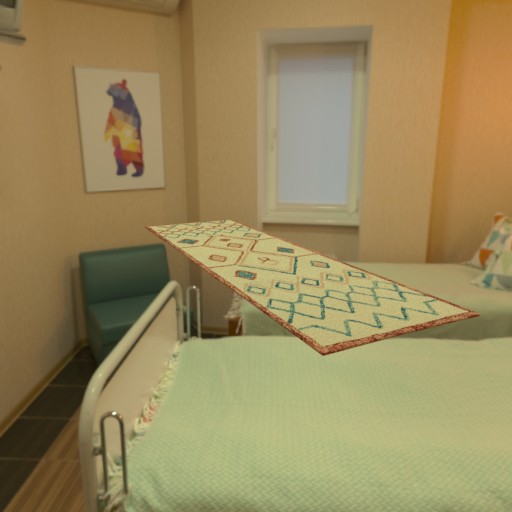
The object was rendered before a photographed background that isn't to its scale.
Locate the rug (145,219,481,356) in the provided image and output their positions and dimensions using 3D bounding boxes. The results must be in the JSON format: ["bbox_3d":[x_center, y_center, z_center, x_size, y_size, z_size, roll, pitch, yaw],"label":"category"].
[{"bbox_3d":[0.000,0.000,2.624,0.750,0.011,2.435,-7,16,-26],"label":"rug"}]
